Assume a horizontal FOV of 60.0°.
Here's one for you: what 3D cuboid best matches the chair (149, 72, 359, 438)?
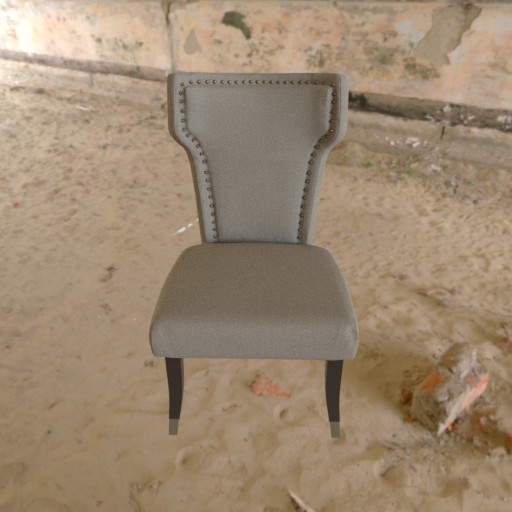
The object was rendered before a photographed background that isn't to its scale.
[{"bbox_3d":[0.000,0.000,1.313,0.526,0.955,0.630,1,31,1],"label":"chair"}]
